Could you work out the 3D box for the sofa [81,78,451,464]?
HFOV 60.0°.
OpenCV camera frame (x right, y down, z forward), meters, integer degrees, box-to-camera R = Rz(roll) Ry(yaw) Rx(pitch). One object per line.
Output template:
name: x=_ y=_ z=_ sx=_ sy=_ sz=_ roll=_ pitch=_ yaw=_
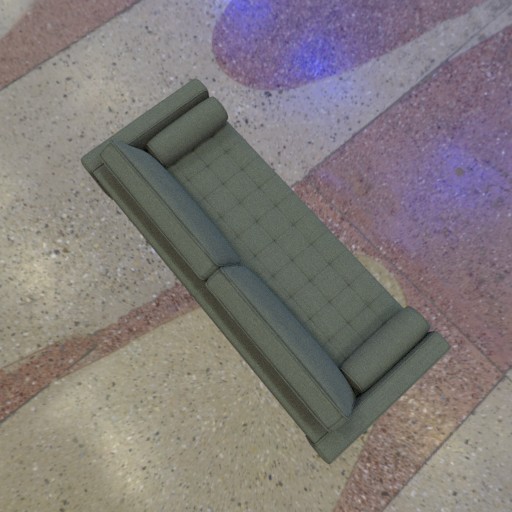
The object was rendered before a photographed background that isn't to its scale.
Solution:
sofa: x=0.000 y=0.000 z=2.661 sx=0.914 sy=0.762 sz=2.198 roll=-39 pitch=78 yaw=-10
